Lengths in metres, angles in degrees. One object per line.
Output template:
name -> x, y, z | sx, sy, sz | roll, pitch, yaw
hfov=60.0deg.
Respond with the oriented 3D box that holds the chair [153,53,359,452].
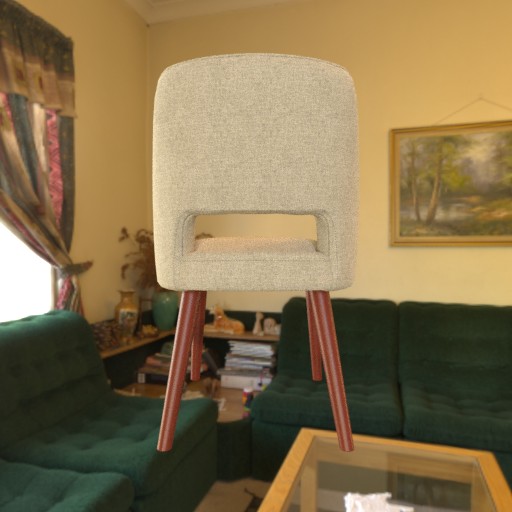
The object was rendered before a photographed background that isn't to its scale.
chair -> 0.000, 0.000, 1.214 | 0.548, 0.849, 0.605 | 0, 1, 0
